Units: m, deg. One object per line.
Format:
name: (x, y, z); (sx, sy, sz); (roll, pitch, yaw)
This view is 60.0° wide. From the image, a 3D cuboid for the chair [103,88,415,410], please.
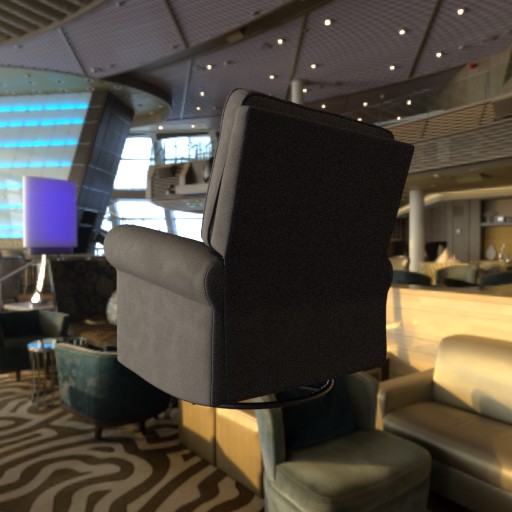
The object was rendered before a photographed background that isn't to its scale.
chair: (0.000, 0.000, 1.661); (0.890, 0.961, 0.878); (-1, 1, -37)
